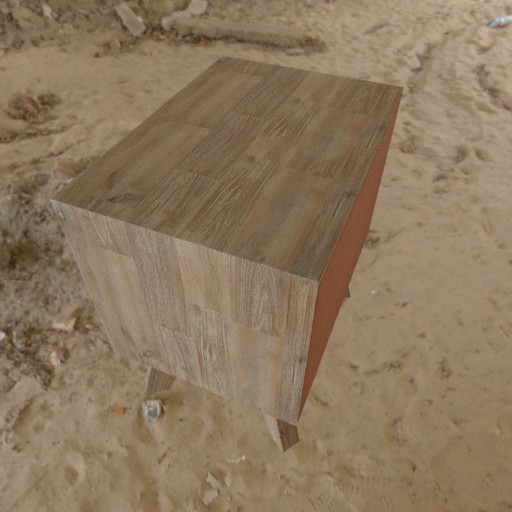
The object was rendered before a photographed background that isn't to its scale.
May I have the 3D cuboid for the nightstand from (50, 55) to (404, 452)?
[{"bbox_3d":[0.000,0.000,0.957,0.396,0.589,0.552,17,48,16],"label":"nightstand"}]
